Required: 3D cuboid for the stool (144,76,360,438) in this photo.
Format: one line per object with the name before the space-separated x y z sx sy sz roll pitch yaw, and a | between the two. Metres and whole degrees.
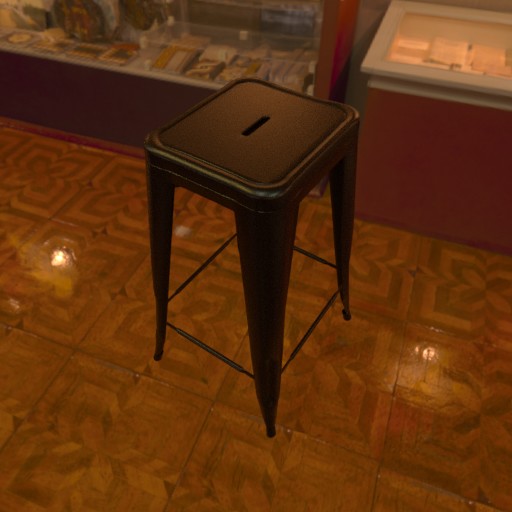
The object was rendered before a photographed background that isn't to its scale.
stool | 0.000 0.000 0.925 0.423 0.609 0.455 17 49 16
